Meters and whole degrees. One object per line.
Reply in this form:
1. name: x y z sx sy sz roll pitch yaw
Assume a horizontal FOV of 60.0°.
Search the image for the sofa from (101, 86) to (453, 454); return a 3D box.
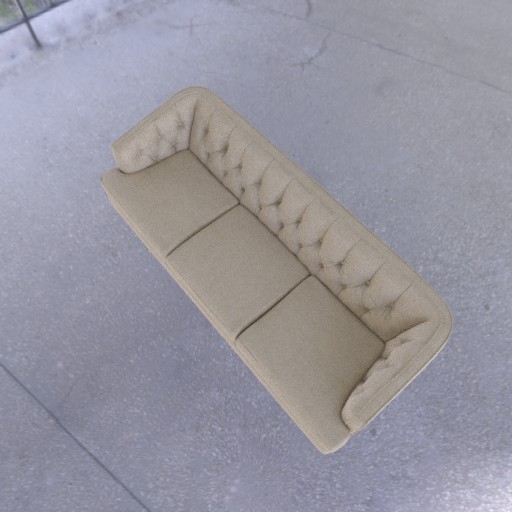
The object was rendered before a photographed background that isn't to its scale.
1. sofa: 0.000 0.000 2.759 0.913 0.788 2.235 -37 69 -17
